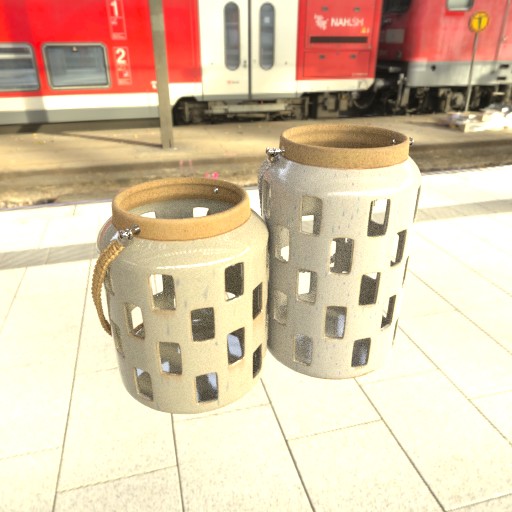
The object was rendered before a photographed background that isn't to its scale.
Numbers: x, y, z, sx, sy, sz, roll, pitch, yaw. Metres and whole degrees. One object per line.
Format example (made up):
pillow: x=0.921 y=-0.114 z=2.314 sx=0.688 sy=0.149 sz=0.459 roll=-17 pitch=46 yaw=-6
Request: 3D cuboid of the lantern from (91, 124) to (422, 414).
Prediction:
lantern: x=0.000 y=0.000 z=0.488 sx=0.347 sy=0.255 sz=0.184 roll=-8 pitch=27 yaw=-15
